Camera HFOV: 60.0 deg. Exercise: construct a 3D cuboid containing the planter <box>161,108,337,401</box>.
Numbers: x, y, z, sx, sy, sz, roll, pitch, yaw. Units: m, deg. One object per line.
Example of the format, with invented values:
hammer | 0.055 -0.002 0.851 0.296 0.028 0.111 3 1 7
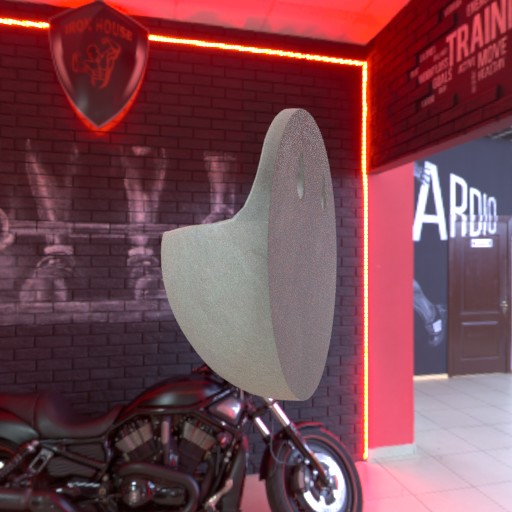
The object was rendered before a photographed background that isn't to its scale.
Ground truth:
planter | 0.000 0.000 0.273 0.073 0.164 0.190 0 0 19
